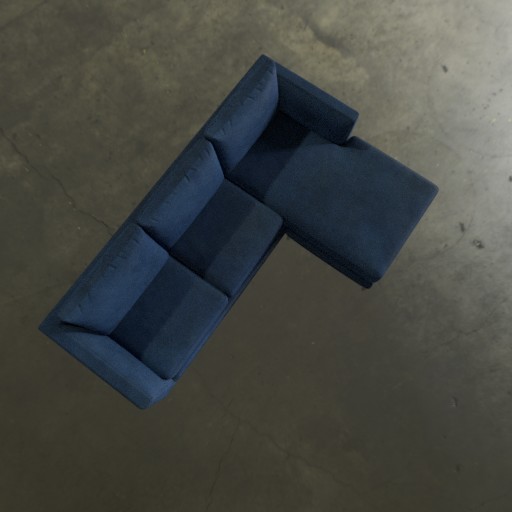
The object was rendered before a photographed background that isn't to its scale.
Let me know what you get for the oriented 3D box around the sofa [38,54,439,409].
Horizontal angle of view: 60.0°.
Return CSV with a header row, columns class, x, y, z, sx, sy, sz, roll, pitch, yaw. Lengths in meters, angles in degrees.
class,x,y,z,sx,sy,sz,roll,pitch,yaw
sofa,0.000,0.000,3.119,1.622,0.987,2.438,35,79,8
